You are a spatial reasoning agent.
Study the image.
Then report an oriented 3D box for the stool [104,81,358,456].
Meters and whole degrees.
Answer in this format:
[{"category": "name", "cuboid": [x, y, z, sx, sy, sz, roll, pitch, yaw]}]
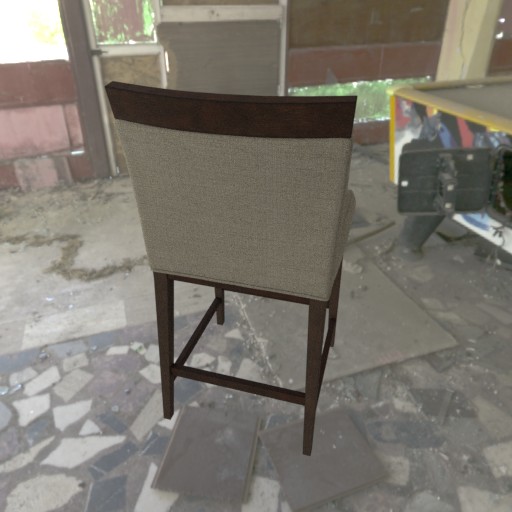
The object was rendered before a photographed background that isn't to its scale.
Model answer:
[{"category": "stool", "cuboid": [0.000, 0.000, 1.294, 0.512, 1.009, 0.531, 9, 32, 14]}]
